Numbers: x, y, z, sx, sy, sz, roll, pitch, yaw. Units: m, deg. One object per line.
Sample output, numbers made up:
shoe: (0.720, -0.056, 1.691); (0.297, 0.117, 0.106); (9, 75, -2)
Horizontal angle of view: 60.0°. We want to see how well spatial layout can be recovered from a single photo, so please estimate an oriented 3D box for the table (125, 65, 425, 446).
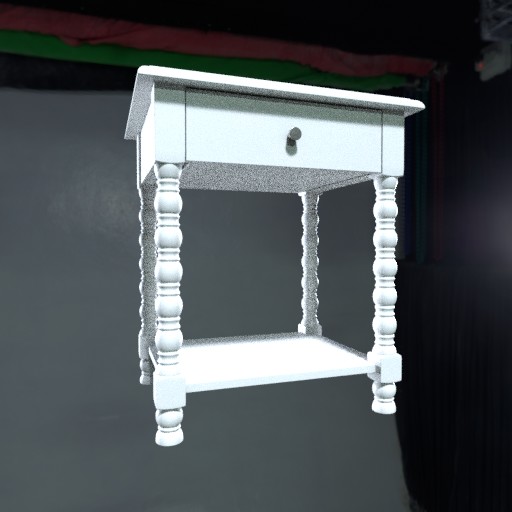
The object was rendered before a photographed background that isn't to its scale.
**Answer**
table: (0.000, 0.000, 0.843); (0.460, 0.531, 0.381); (-1, 2, -19)
